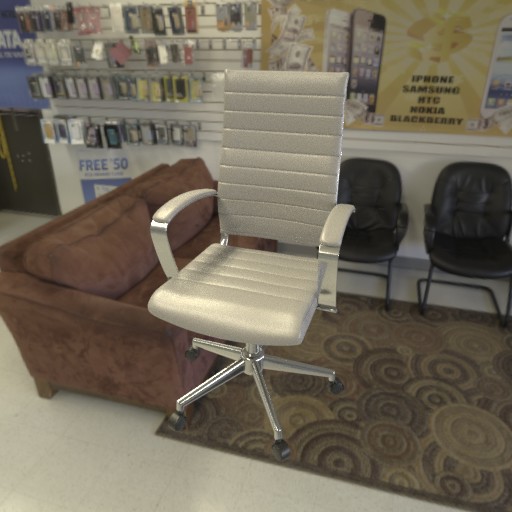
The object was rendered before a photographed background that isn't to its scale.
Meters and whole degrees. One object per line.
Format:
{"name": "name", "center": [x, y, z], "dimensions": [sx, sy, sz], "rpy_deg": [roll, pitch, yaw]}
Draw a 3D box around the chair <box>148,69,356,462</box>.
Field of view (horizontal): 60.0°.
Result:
{"name": "chair", "center": [0.000, 0.000, 1.528], "dimensions": [0.679, 1.149, 0.667], "rpy_deg": [9, 27, 17]}
